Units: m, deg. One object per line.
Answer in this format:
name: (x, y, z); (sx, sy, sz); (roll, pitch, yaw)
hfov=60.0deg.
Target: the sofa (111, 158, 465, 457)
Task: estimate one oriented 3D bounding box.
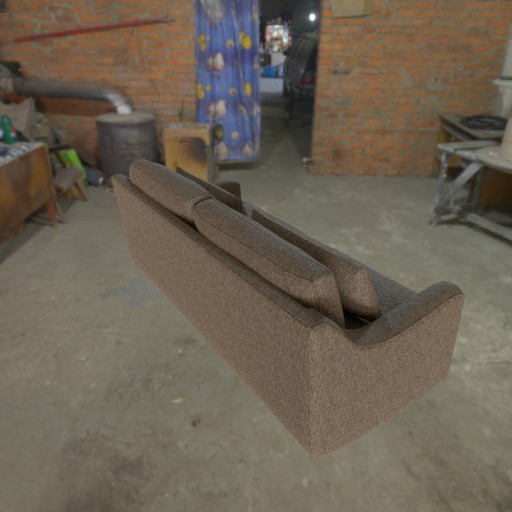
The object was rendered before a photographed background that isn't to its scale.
sofa: (0.000, 0.000, 2.939); (1.103, 0.998, 2.418); (-17, 31, -30)
